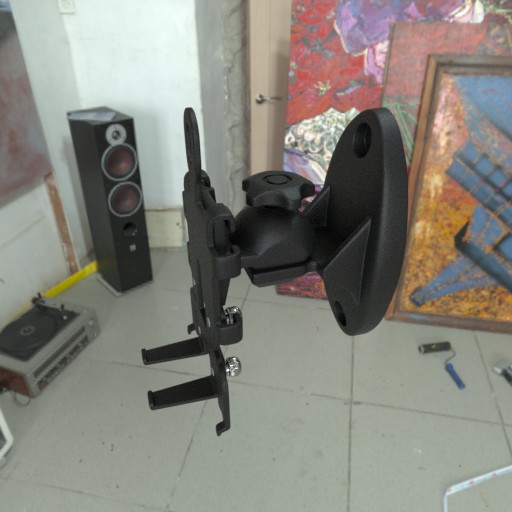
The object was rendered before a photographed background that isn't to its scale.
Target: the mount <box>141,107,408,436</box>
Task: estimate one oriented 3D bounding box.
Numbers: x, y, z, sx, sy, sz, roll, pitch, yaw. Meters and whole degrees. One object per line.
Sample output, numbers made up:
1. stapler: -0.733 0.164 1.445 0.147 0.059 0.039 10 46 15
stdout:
1. mount: 0.000 0.000 0.177 0.100 0.118 0.066 -10 33 -15
